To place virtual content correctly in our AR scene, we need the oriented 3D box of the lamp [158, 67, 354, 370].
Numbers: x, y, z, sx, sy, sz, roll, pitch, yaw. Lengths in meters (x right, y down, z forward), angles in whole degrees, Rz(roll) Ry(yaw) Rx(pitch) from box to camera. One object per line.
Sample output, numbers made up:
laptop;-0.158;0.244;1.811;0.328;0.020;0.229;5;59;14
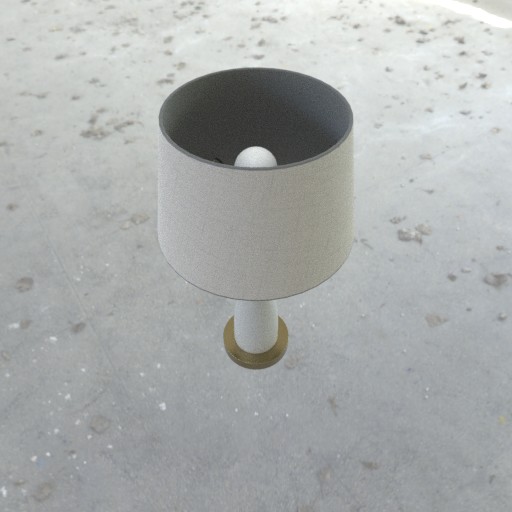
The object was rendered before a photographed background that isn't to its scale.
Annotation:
lamp;0.000;0.000;0.762;0.309;0.545;0.309;0;48;0
